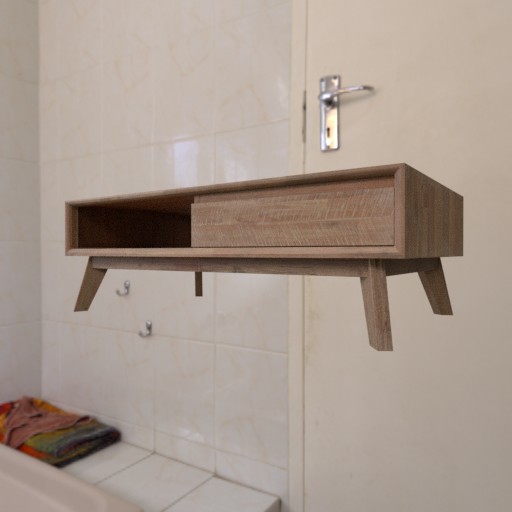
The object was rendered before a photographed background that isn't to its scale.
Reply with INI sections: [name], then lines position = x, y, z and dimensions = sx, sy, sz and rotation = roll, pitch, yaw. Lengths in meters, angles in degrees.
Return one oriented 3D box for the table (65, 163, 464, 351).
[table]
position = 0.000, 0.000, 2.060
dimensions = 1.619, 0.531, 0.918
rotation = 0, 1, 34
